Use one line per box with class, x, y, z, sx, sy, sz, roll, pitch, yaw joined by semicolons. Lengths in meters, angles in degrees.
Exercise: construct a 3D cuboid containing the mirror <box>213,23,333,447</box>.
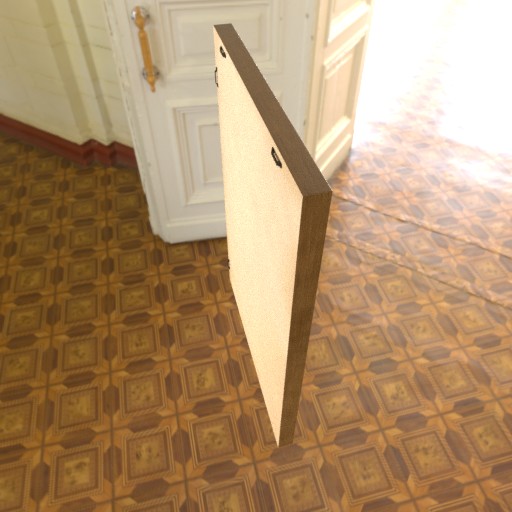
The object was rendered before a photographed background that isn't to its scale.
mirror;0.000;0.000;0.897;0.039;0.711;0.508;-11;47;-10
